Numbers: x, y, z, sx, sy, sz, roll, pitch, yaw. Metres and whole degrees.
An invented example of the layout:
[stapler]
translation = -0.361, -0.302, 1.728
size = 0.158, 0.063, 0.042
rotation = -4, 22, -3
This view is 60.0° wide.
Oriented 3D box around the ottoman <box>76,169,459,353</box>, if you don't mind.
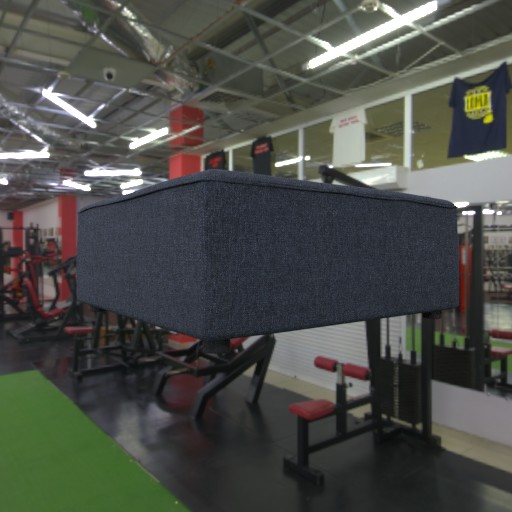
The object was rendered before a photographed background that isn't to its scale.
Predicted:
[ottoman]
translation = 0.000, 0.000, 1.610
size = 1.017, 0.423, 1.023
rotation = 0, 1, -36
